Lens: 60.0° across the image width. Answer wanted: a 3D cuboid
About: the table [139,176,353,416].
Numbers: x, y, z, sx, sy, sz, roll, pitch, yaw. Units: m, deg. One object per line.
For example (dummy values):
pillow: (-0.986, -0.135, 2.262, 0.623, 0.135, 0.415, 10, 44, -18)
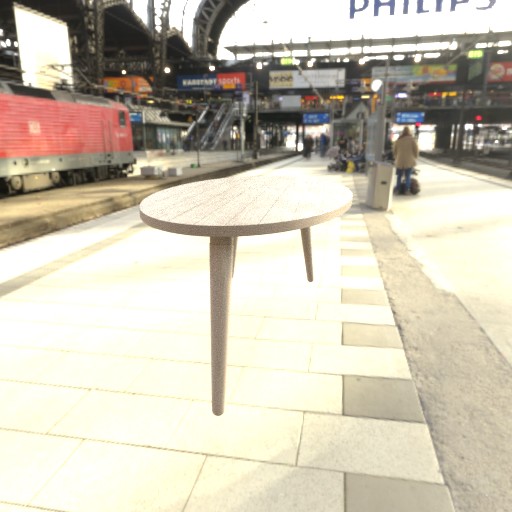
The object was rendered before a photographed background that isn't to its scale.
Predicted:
table: (0.000, 0.000, 1.327, 0.542, 0.390, 1.083, 2, 15, 8)
